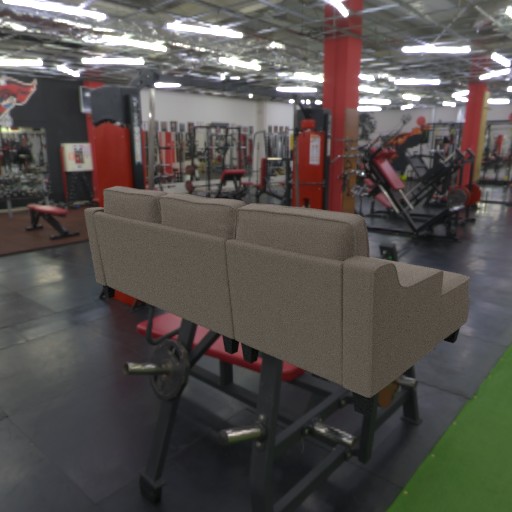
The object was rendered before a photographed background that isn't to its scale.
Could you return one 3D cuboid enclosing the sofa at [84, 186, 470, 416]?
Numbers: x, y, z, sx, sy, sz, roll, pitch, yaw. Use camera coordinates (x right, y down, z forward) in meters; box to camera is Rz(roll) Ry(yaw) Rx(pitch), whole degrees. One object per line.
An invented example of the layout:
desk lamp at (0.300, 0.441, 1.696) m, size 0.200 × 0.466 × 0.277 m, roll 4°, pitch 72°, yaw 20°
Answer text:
sofa at (0.000, 0.000, 3.170) m, size 2.561 × 0.928 × 1.294 m, roll 13°, pitch 19°, yaw 42°
